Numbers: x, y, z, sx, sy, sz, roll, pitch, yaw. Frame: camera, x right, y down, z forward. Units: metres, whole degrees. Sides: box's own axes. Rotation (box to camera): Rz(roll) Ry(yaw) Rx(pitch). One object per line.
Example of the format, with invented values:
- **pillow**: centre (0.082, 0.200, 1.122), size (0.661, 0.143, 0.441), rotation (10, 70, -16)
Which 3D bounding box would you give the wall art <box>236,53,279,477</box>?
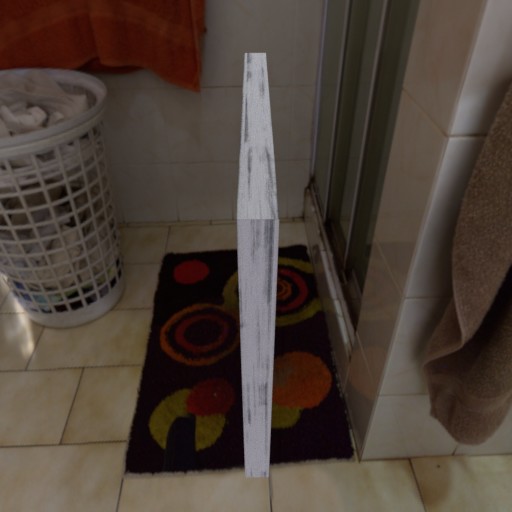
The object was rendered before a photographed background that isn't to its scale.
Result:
- **wall art**: centre (0.000, 0.000, 0.745), size (0.038, 0.506, 0.506), rotation (0, 40, 0)
